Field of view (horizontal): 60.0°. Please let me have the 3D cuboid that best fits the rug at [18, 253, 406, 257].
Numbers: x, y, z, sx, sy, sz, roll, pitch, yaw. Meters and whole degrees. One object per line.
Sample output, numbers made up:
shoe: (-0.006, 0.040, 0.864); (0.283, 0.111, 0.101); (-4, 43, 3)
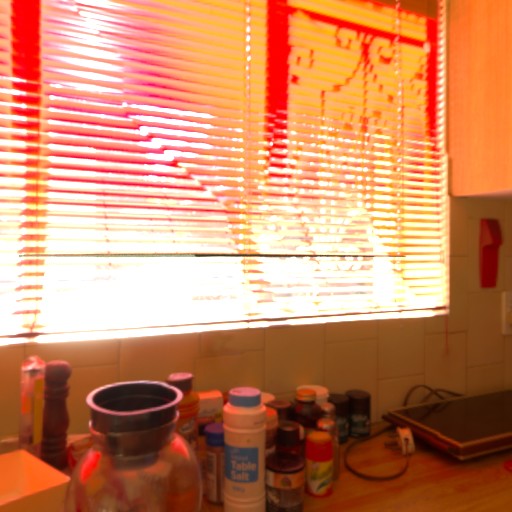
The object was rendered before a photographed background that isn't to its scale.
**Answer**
rug: (0.000, 0.000, 1.437); (0.604, 0.007, 1.219); (0, 0, 35)
